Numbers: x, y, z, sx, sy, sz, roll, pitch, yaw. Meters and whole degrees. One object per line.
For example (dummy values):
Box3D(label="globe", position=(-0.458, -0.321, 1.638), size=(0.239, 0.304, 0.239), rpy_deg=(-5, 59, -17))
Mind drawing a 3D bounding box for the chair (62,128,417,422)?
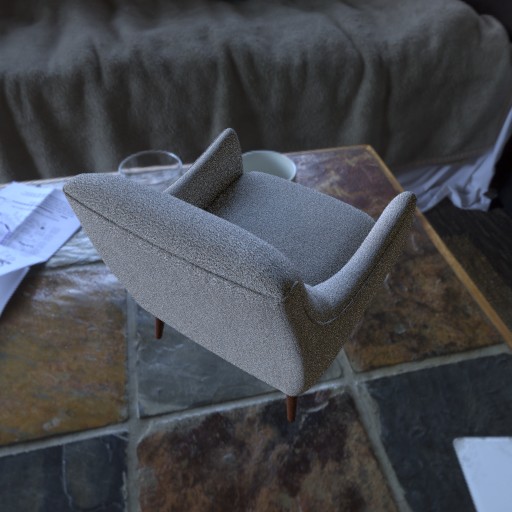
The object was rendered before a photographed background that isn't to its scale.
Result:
Box3D(label="chair", position=(0.000, 0.000, 1.428), size=(0.762, 0.838, 0.787), rpy_deg=(25, 52, 22))
